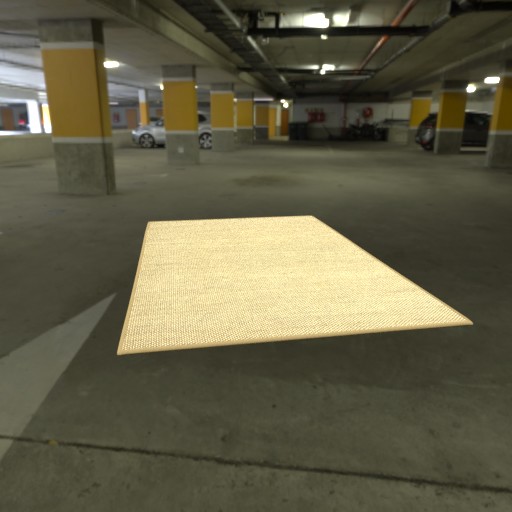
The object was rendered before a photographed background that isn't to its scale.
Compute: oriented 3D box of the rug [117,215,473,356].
[{"bbox_3d":[0.000,0.000,2.055,1.062,0.013,1.667,-3,17,-10],"label":"rug"}]
